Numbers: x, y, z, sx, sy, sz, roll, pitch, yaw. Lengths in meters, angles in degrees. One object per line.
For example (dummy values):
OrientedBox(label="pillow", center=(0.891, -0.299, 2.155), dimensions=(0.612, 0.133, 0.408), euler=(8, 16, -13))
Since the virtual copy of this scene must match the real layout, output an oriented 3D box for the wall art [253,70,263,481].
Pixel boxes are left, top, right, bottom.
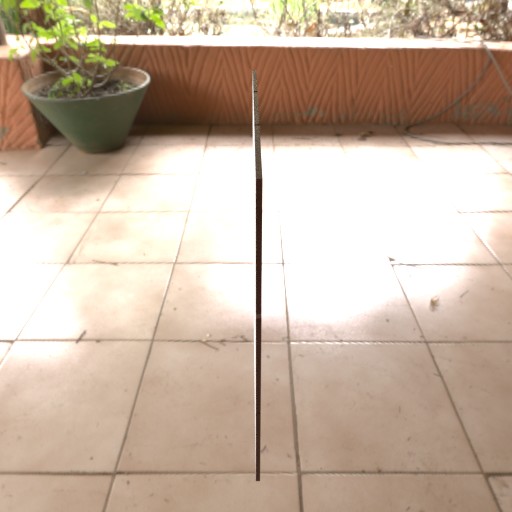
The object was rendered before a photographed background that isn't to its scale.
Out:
OrientedBox(label="wall art", center=(0.000, 0.000, 1.885), dimensions=(0.017, 1.246, 1.256), euler=(0, 33, -1))
